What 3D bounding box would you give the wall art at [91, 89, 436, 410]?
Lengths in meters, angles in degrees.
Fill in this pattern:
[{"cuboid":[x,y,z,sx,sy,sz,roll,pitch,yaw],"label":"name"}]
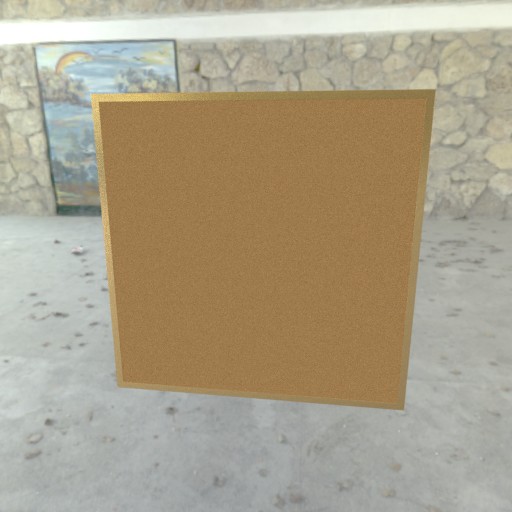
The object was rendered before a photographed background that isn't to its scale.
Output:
[{"cuboid":[0.000,0.000,0.733,0.509,0.509,0.040,2,15,8],"label":"wall art"}]
